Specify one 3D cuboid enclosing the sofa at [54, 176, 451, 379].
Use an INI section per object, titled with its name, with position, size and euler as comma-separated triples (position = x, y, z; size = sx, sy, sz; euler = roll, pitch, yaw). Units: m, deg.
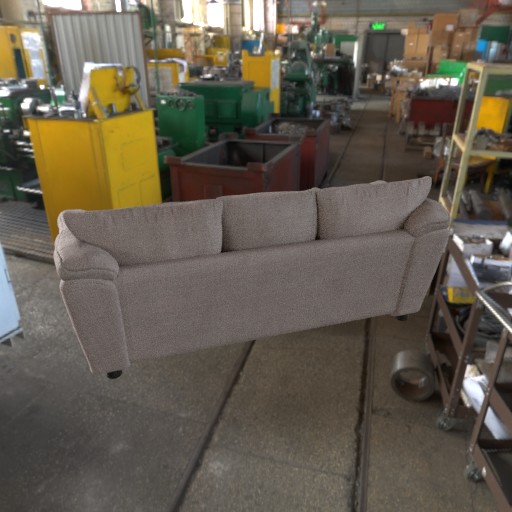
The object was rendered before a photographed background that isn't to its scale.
[sofa]
position = 0.000, 0.000, 2.859
size = 2.334, 0.996, 0.878
euler = -8, 27, -16
